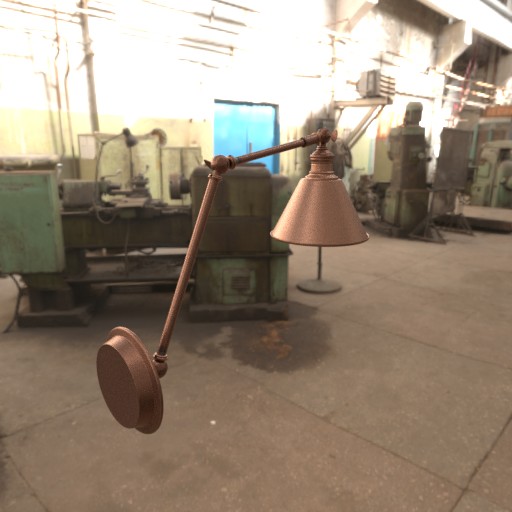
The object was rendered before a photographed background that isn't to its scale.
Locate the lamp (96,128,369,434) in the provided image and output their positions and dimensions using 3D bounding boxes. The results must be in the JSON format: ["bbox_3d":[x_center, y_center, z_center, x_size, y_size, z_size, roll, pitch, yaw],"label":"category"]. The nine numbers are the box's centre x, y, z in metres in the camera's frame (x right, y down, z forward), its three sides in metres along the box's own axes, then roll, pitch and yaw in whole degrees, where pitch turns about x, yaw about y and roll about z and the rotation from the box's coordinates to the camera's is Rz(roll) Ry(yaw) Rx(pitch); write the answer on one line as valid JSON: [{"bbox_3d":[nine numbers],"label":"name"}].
[{"bbox_3d":[0.000,0.000,0.884,0.624,0.502,0.223,-13,19,-42],"label":"lamp"}]
